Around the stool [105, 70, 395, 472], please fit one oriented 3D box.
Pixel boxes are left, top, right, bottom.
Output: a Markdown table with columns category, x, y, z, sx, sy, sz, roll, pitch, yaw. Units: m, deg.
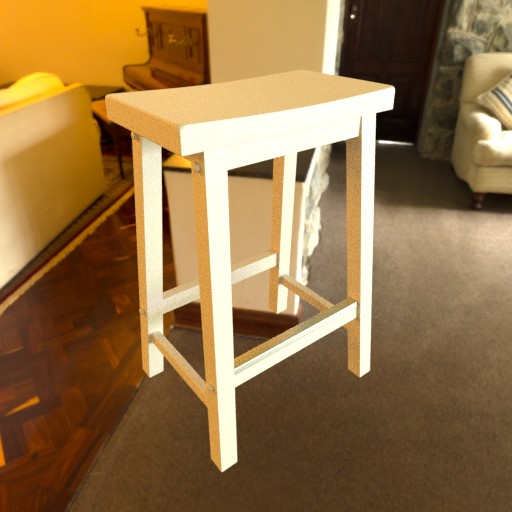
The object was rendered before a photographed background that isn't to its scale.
| category | x | y | z | sx | sy | sz | roll | pitch | yaw |
| --- | --- | --- | --- | --- | --- | --- | --- | --- | --- |
| stool | 0.000 | 0.000 | 0.855 | 0.406 | 0.610 | 0.322 | -22 | 37 | -32 |
